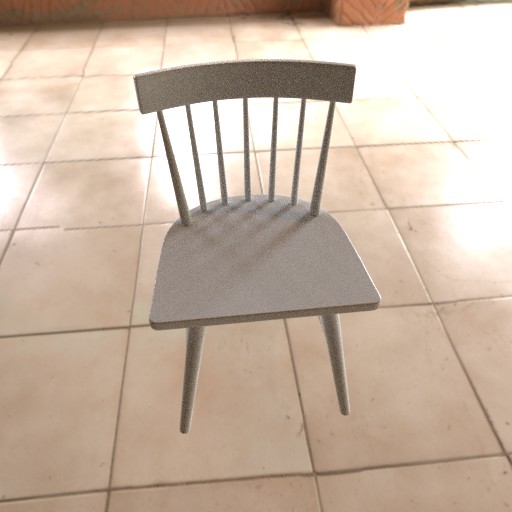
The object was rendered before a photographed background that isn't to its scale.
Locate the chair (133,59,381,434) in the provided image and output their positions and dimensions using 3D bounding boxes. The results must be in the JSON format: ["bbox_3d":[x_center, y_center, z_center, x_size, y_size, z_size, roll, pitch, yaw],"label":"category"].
[{"bbox_3d":[0.000,0.000,1.091,0.483,0.787,0.500,-5,45,-5],"label":"chair"}]
